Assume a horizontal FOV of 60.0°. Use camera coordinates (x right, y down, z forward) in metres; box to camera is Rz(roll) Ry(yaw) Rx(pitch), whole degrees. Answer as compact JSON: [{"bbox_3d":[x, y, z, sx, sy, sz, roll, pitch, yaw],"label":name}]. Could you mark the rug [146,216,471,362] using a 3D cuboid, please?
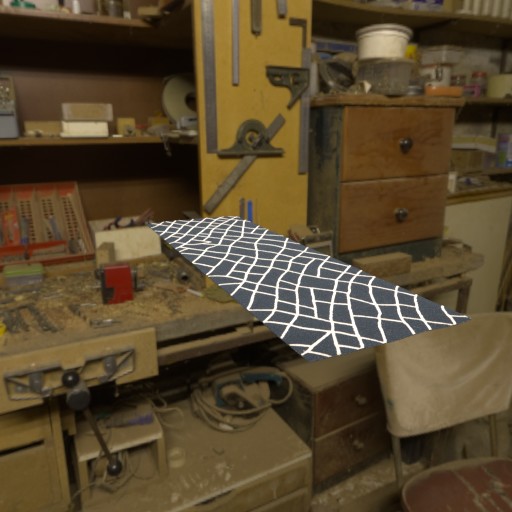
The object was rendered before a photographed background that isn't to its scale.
[{"bbox_3d":[0.000,0.000,2.725,0.807,0.010,2.476,-8,18,-25],"label":"rug"}]
